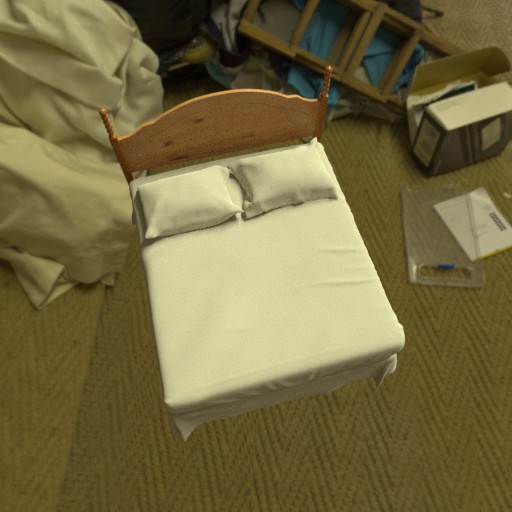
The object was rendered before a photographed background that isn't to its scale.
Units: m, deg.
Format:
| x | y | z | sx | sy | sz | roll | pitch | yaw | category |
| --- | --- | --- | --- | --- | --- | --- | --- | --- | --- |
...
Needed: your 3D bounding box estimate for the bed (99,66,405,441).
| x | y | z | sx | sy | sz | roll | pitch | yaw | category |
| --- | --- | --- | --- | --- | --- | --- | --- | --- | --- |
| 0.000 | 0.000 | 3.209 | 1.873 | 1.356 | 2.040 | -13 | 63 | -7 | bed |
